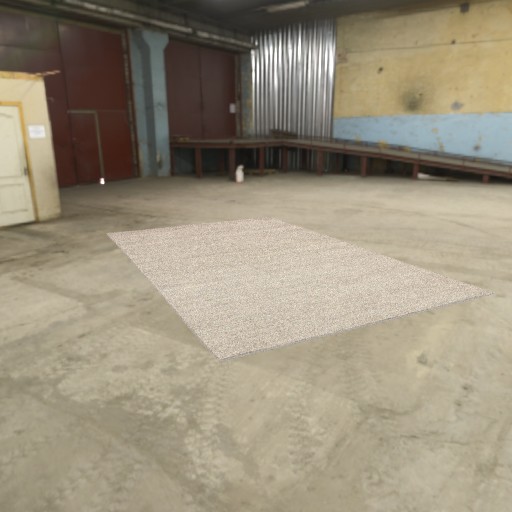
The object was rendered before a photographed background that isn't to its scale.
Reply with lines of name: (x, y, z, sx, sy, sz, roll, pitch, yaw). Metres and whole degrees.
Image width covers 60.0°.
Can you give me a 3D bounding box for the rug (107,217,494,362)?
rug: (0.000, 0.000, 2.220, 1.154, 0.021, 1.792, -8, 17, -26)
